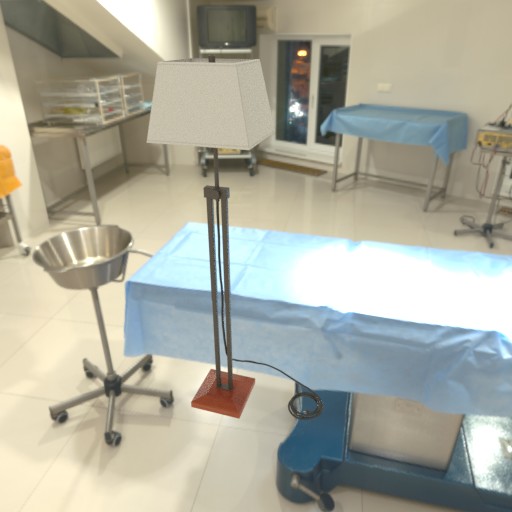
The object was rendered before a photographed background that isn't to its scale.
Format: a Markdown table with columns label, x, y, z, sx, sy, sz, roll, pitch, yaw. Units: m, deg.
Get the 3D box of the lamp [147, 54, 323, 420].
| label | x | y | z | sx | sy | sz | roll | pitch | yaw |
| --- | --- | --- | --- | --- | --- | --- | --- | --- | --- |
| lamp | 0.000 | 0.000 | 2.065 | 0.745 | 1.712 | 0.472 | 8 | 28 | 16 |
